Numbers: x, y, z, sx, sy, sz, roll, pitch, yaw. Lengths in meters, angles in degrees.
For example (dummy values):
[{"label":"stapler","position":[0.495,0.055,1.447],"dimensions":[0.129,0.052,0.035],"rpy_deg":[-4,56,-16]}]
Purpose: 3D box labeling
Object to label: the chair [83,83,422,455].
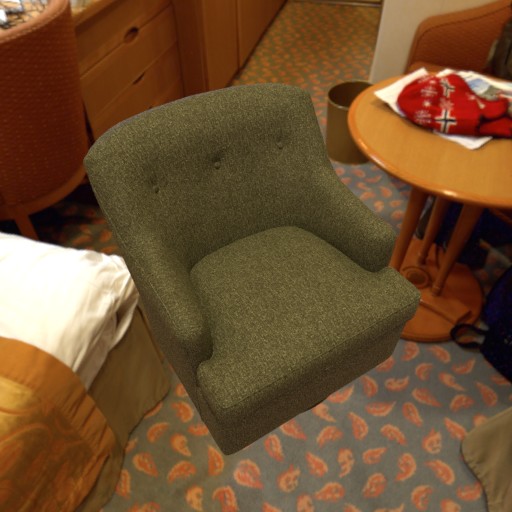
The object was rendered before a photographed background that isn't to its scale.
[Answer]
[{"label":"chair","position":[0.000,0.000,1.595],"dimensions":[0.864,0.856,0.923],"rpy_deg":[-24,51,-21]}]
